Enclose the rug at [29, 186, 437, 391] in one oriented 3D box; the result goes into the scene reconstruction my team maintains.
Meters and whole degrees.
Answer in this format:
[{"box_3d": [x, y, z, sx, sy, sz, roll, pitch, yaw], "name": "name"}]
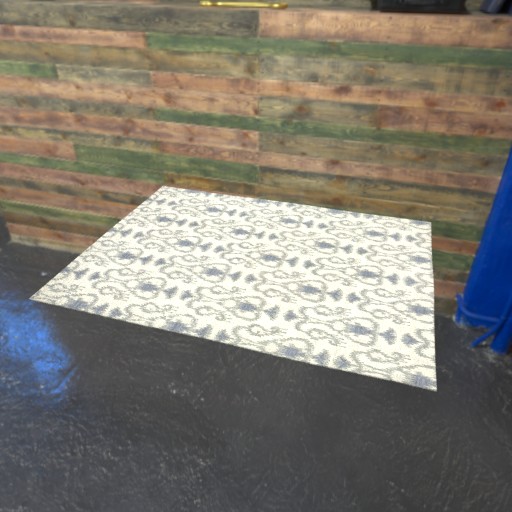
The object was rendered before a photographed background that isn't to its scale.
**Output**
[{"box_3d": [0.000, 0.000, 2.968, 2.261, 0.013, 1.676, 10, 34, 15], "name": "rug"}]
